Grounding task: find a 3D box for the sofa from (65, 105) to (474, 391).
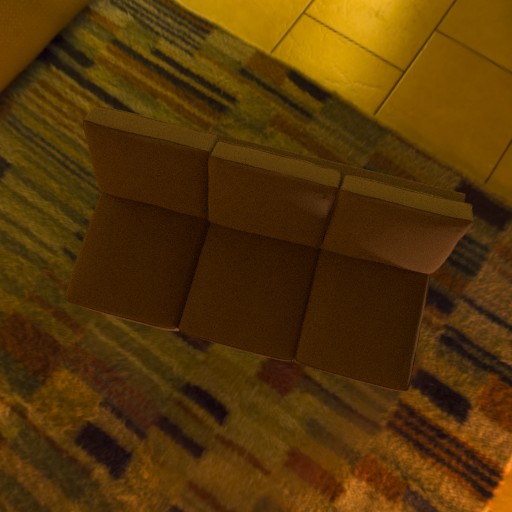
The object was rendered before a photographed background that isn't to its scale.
[{"bbox_3d":[0.000,0.000,2.668,2.092,1.036,1.127,14,77,3],"label":"sofa"}]
